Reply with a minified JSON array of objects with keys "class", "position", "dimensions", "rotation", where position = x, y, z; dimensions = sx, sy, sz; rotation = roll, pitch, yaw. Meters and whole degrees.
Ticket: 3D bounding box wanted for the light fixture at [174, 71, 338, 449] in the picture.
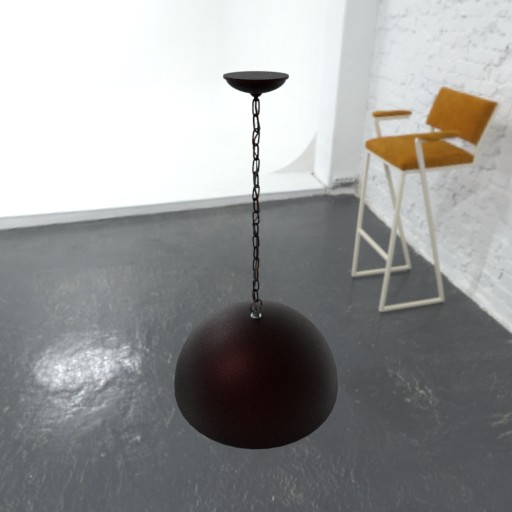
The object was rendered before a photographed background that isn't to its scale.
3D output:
[{"class":"light fixture","position":[0.000,0.000,1.142],"dimensions":[0.492,0.869,0.492],"rotation":[-18,34,-29]}]
